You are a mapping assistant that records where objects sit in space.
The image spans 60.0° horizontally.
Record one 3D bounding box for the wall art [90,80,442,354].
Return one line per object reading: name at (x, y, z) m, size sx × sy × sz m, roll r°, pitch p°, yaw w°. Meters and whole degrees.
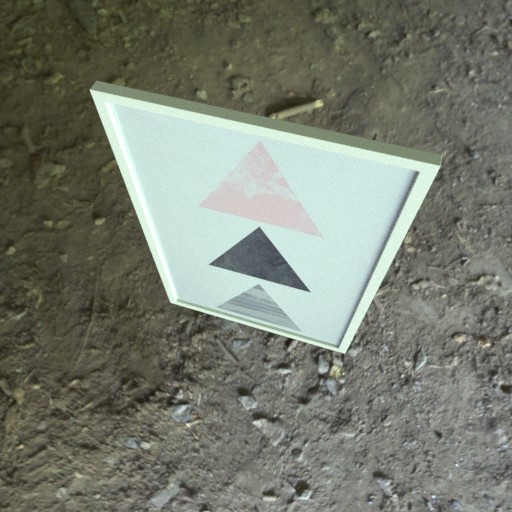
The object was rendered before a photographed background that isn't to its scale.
wall art at (0.000, 0.000, 0.554) m, size 0.303 × 0.433 × 0.013 m, roll 15°, pitch 60°, yaw 9°
